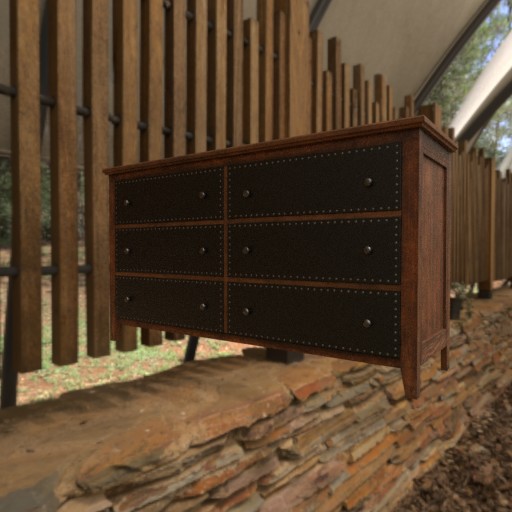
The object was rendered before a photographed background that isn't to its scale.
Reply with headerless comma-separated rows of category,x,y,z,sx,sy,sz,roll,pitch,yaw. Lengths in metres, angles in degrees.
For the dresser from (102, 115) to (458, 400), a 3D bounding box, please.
dresser,0.000,0.000,1.947,1.551,0.856,0.463,1,1,35
